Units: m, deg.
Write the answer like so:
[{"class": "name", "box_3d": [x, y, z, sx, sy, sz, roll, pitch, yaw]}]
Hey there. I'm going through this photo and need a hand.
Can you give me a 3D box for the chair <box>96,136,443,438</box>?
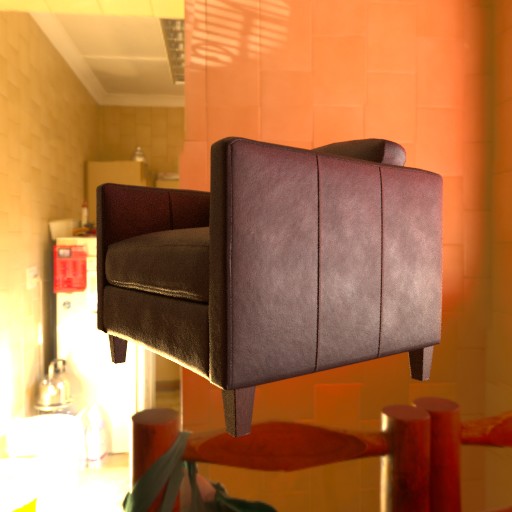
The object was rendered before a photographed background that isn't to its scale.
[{"class": "chair", "box_3d": [0.000, 0.000, 1.565, 0.862, 0.811, 0.939, -1, 1, -37]}]
